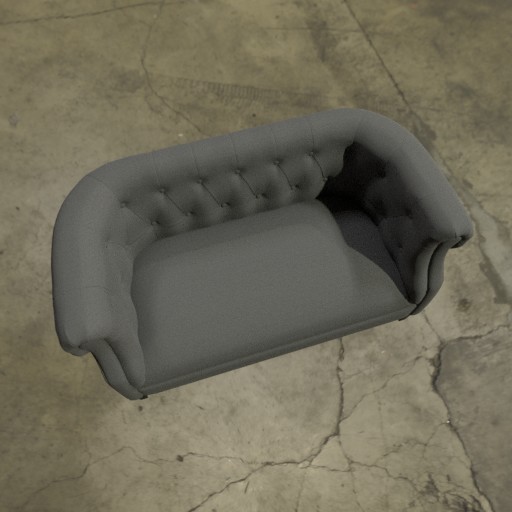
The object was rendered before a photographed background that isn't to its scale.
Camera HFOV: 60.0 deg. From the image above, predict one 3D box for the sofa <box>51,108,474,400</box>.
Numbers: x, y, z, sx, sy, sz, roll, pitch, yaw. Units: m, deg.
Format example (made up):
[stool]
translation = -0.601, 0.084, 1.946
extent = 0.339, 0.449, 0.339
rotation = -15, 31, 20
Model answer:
[sofa]
translation = 0.000, 0.000, 1.993
extent = 1.558, 0.827, 0.835
rotation = -15, 65, -7
